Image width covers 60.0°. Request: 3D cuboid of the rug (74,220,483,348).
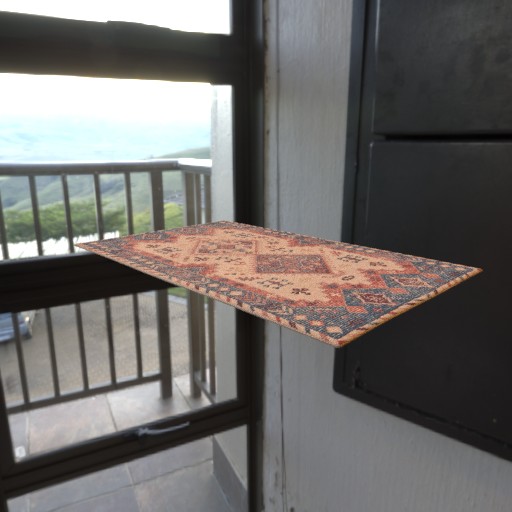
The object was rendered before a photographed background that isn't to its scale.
[{"bbox_3d":[0.000,0.000,3.072,1.521,0.023,2.464,-14,20,-43],"label":"rug"}]
